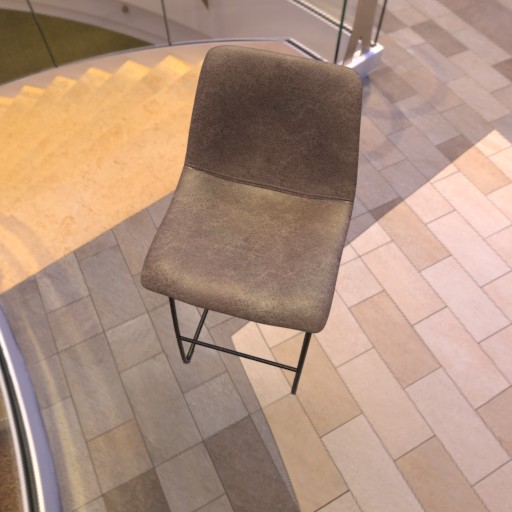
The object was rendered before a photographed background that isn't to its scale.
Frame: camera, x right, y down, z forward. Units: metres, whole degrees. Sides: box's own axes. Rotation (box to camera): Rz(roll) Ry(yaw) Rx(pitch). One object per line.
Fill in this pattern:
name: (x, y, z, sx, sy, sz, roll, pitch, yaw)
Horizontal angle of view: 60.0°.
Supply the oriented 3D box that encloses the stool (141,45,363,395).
stool: (0.000, 0.000, 1.418, 0.514, 1.082, 0.561, 14, 59, 8)
